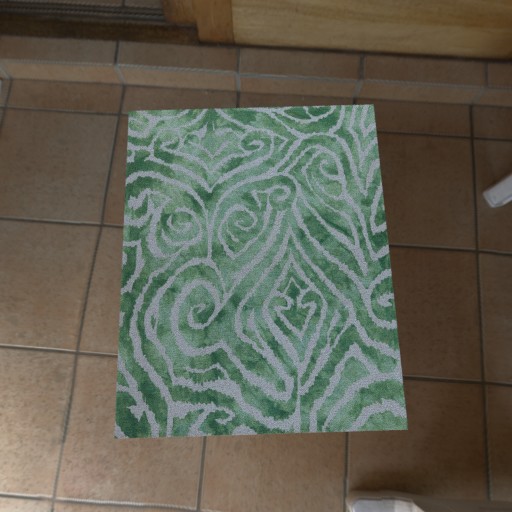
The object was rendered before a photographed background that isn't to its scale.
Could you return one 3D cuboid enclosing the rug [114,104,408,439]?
[{"bbox_3d":[0.000,0.000,4.046,2.436,0.007,3.045,-2,76,0],"label":"rug"}]
